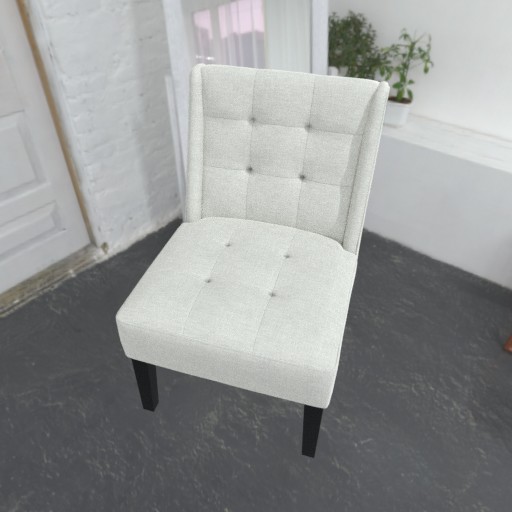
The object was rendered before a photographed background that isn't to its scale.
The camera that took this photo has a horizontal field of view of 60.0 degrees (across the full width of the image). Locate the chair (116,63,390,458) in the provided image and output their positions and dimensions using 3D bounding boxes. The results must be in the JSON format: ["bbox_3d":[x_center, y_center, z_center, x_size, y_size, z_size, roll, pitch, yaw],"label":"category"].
[{"bbox_3d":[0.000,0.000,1.279,0.569,0.853,0.676,11,42,13],"label":"chair"}]
